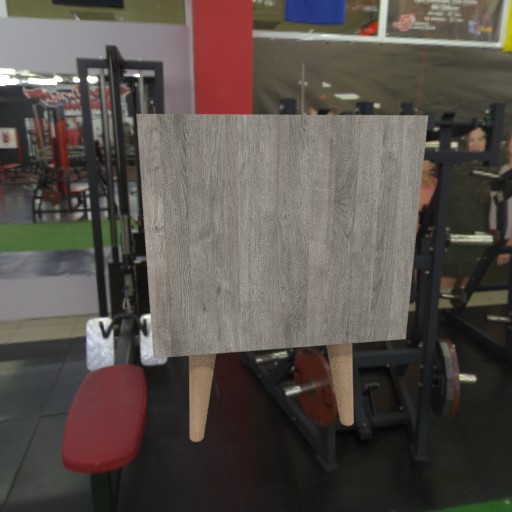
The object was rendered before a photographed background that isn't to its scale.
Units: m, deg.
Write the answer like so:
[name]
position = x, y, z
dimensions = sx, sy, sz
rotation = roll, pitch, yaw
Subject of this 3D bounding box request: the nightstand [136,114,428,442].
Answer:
[nightstand]
position = 0.000, 0.000, 0.848
dimensions = 0.380, 0.500, 0.480
rotation = -2, 16, -9
